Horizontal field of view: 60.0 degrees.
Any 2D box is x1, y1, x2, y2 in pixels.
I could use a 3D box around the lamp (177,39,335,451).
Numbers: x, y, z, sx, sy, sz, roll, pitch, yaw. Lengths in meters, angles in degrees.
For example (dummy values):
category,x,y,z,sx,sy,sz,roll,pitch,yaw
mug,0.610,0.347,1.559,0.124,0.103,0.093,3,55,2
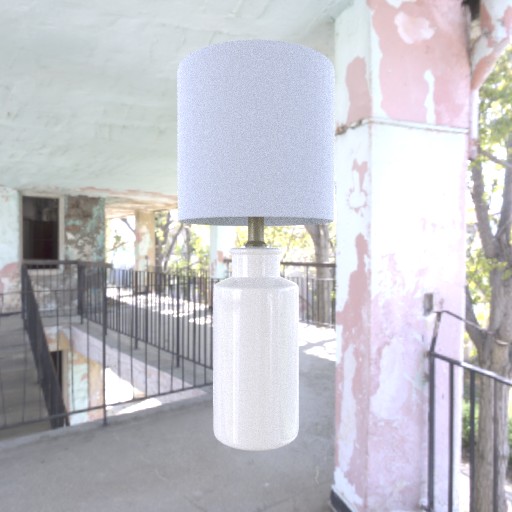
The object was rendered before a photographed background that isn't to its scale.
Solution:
category,x,y,z,sx,sy,sz,roll,pitch,yaw
lamp,0.000,0.000,0.610,0.212,0.493,0.212,0,1,-17
